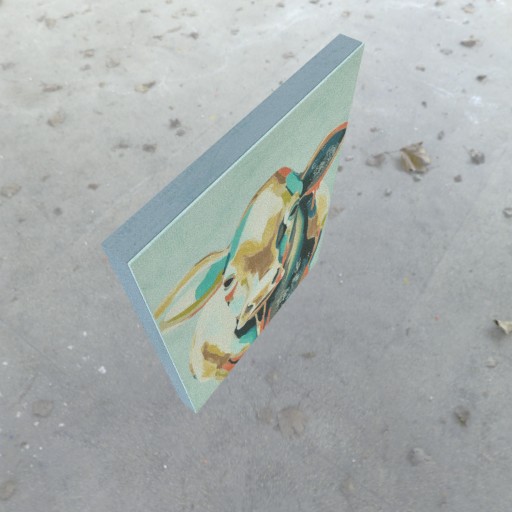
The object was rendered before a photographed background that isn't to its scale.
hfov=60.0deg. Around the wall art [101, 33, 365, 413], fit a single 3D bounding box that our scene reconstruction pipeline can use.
[{"bbox_3d":[0.000,0.000,0.685,0.037,0.509,0.409,32,62,19],"label":"wall art"}]
